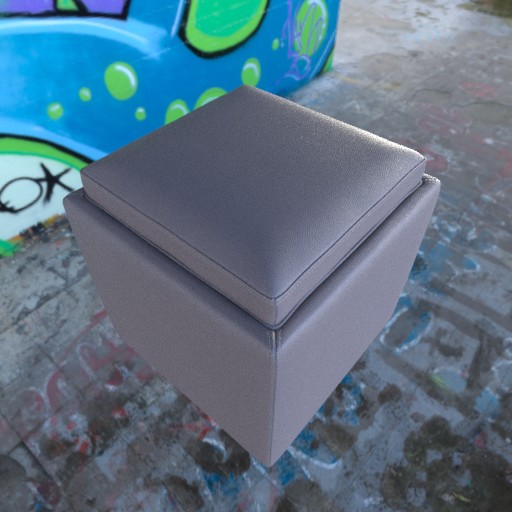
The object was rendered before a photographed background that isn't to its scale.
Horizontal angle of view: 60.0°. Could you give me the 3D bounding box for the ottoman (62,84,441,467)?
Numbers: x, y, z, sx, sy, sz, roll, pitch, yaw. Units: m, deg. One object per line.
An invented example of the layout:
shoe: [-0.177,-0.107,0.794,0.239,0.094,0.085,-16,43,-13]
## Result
ottoman: [0.000,0.000,0.820,0.451,0.460,0.450,32,54,27]
